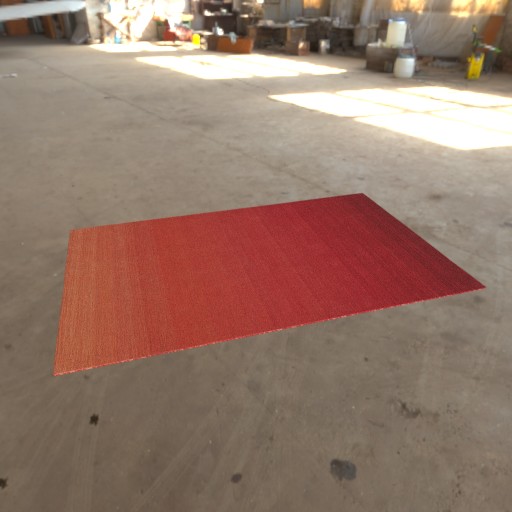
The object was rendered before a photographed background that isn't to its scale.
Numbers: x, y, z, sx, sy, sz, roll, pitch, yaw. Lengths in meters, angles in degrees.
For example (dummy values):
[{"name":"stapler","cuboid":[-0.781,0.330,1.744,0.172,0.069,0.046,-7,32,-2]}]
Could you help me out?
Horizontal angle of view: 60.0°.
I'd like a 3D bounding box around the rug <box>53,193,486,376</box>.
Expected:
[{"name":"rug","cuboid":[0.000,0.000,2.992,2.442,0.010,1.531,-9,32,-14]}]
